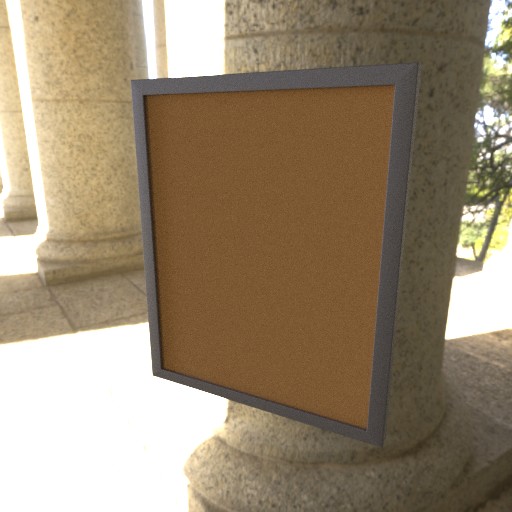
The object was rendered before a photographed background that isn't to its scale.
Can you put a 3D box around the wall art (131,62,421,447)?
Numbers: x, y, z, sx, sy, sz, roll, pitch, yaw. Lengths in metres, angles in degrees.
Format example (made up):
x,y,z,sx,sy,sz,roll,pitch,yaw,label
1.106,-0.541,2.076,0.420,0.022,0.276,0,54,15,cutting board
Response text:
x,y,z,sx,sy,sz,roll,pitch,yaw,label
0.000,0.000,0.728,0.458,0.558,0.029,8,18,26,wall art
